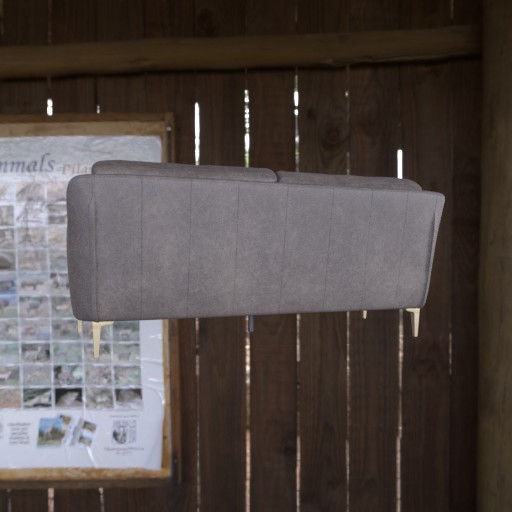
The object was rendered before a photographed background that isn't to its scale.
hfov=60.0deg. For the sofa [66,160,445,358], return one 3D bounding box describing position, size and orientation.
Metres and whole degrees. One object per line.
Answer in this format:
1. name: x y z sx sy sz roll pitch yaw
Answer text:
1. sofa: 0.000 0.000 2.515 2.036 0.902 0.960 0 0 -18
